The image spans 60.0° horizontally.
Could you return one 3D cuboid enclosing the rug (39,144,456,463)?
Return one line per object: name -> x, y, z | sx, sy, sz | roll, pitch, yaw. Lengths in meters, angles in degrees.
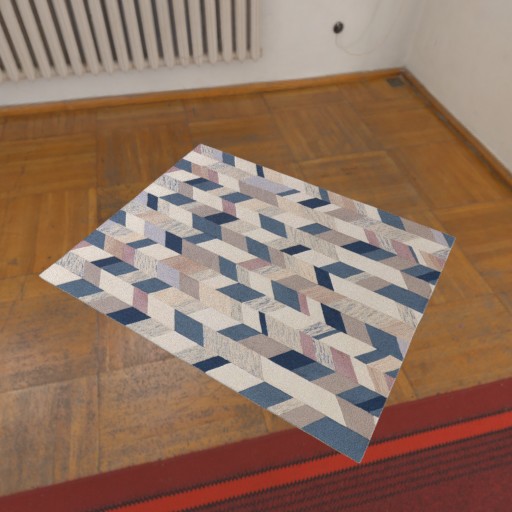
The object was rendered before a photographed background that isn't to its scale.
rug -> 0.000, 0.000, 4.128 | 3.072, 0.011, 2.451 | 24, 52, 21
